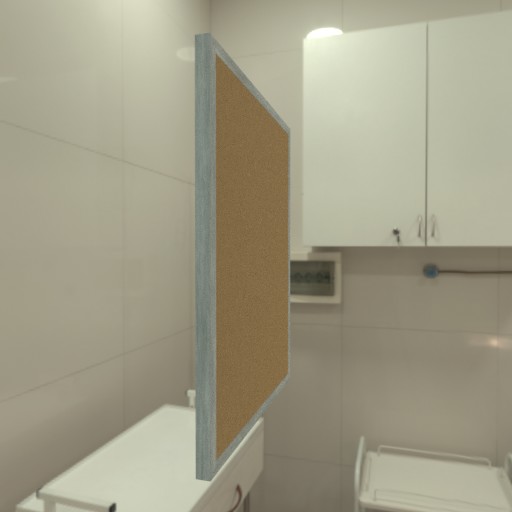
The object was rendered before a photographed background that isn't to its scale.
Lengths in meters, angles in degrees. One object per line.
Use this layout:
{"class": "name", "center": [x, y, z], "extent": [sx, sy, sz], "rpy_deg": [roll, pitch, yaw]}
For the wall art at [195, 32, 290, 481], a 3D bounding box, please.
{"class": "wall art", "center": [0.000, 0.000, 0.806], "extent": [0.022, 0.582, 0.479], "rpy_deg": [0, 1, 17]}
